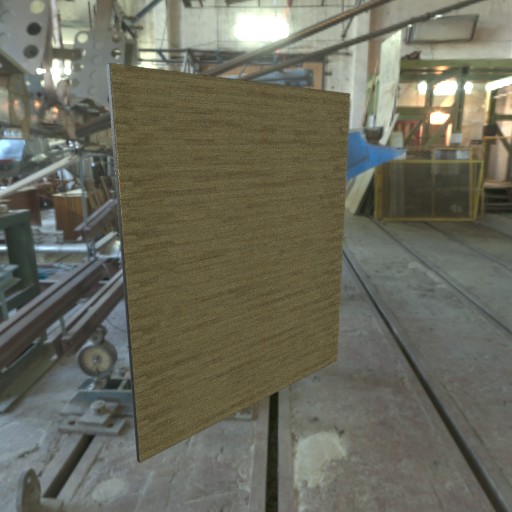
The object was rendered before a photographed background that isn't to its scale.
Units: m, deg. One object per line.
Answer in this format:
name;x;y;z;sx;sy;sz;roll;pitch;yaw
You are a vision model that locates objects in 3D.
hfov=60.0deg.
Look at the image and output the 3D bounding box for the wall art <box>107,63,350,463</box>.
wall art;0.000;0.000;0.758;0.483;0.559;0.009;-13;19;-41
